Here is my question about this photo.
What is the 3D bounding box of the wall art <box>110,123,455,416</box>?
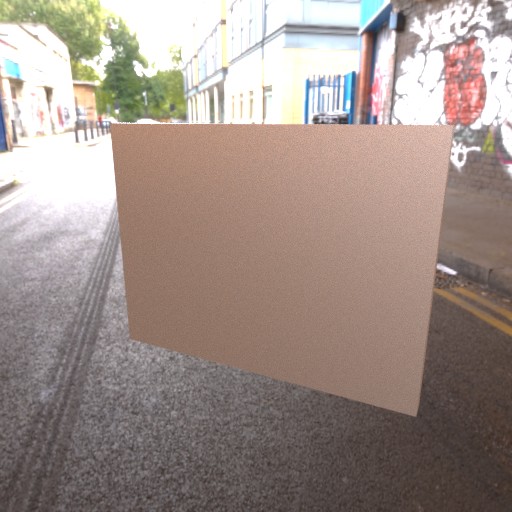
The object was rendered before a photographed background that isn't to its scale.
[{"bbox_3d":[0.000,0.000,1.403,1.056,0.801,0.066,8,19,25],"label":"wall art"}]
